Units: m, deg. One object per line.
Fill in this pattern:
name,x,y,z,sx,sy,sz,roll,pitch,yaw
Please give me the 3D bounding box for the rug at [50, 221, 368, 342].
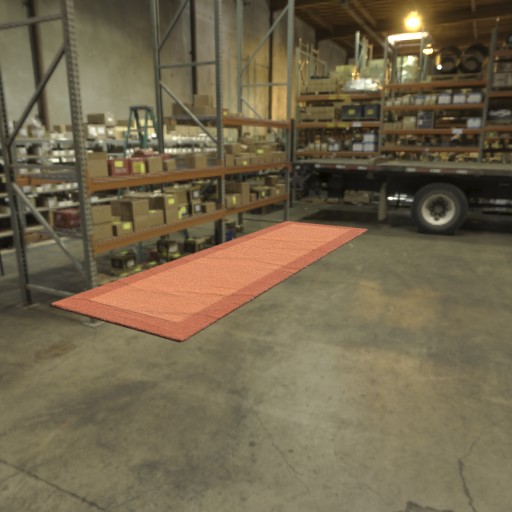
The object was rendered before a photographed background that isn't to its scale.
rug,0.000,0.000,2.829,0.914,0.013,2.471,7,16,25
